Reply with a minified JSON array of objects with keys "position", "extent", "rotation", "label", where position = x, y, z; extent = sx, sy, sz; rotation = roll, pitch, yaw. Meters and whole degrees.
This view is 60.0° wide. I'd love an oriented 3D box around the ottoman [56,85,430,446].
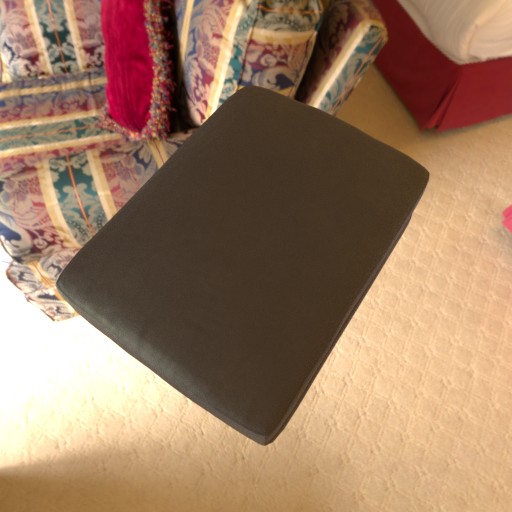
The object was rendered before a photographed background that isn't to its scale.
[{"position":[0.000,0.000,1.318],"extent":[0.659,0.529,0.887],"rotation":[31,67,15],"label":"ottoman"}]
